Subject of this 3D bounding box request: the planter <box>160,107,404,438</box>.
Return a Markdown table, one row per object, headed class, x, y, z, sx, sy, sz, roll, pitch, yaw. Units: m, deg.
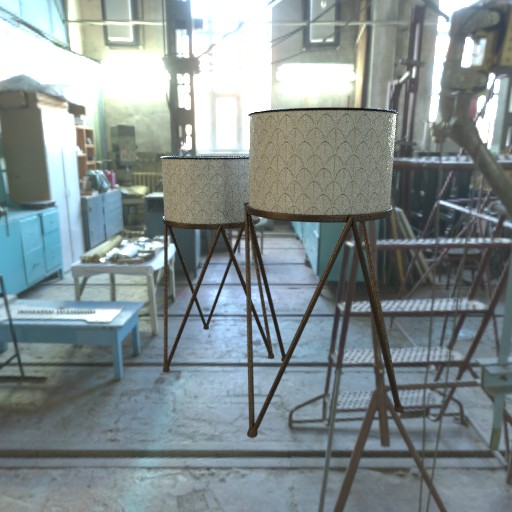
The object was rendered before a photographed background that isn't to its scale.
| class | x | y | z | sx | sy | sz | roll | pitch | yaw |
| --- | --- | --- | --- | --- | --- | --- | --- | --- | --- |
| planter | 0.000 | 0.000 | 1.191 | 0.413 | 0.712 | 0.769 | -13 | 19 | -43 |
